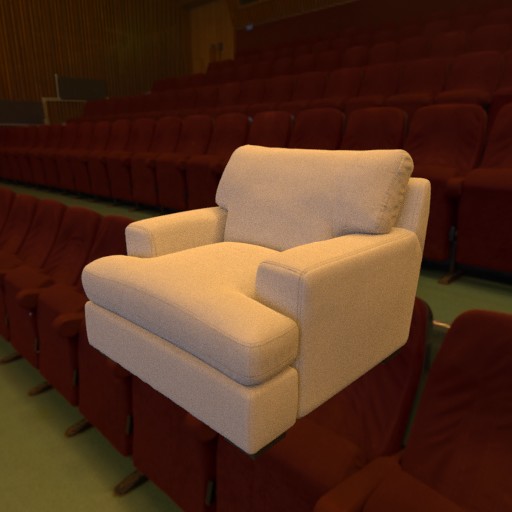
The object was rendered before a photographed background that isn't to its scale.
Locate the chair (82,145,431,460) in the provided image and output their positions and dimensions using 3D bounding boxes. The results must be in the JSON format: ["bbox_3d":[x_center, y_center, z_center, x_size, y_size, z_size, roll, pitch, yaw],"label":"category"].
[{"bbox_3d":[0.000,0.000,1.984,1.140,0.930,1.158,15,22,42],"label":"chair"}]
